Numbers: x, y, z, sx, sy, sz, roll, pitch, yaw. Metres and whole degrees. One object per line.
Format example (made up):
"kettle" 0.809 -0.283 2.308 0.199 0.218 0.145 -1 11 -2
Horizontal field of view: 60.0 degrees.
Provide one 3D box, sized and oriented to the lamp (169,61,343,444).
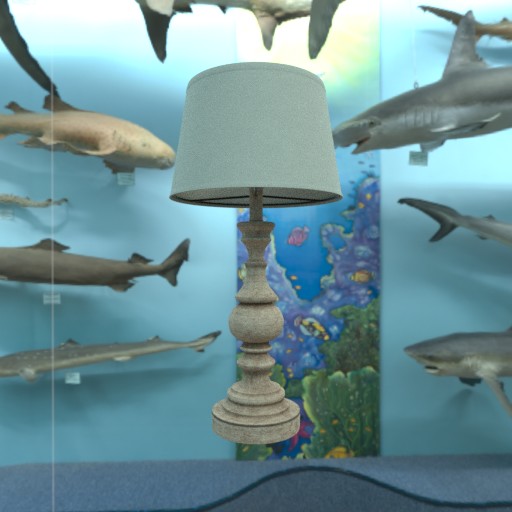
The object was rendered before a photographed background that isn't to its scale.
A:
"lamp" 0.000 0.000 0.884 0.340 0.678 0.340 0 0 0
